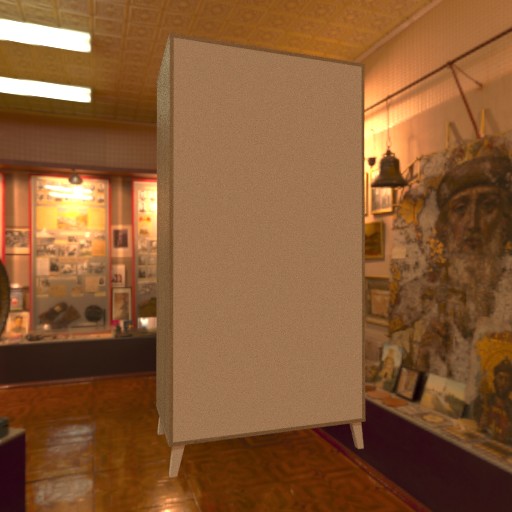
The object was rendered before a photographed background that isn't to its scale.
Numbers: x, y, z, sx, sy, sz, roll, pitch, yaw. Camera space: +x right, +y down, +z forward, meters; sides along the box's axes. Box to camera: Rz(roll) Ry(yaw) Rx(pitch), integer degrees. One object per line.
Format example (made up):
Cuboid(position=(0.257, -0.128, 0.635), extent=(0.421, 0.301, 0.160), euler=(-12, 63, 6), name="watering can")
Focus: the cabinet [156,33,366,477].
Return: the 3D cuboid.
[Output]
Cuboid(position=(0.000, 0.000, 2.414), extent=(1.006, 1.999, 0.571), euler=(0, -1, -18), name="cabinet")
